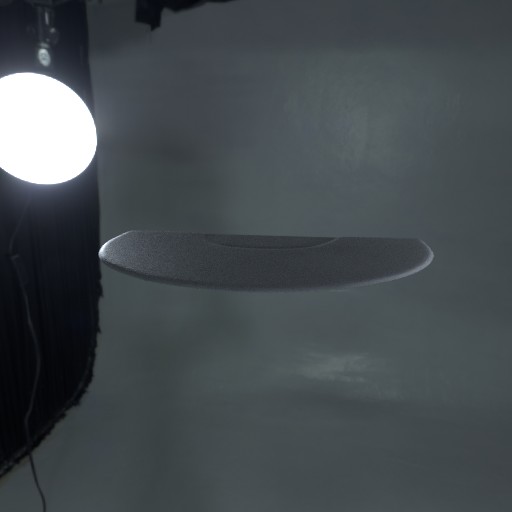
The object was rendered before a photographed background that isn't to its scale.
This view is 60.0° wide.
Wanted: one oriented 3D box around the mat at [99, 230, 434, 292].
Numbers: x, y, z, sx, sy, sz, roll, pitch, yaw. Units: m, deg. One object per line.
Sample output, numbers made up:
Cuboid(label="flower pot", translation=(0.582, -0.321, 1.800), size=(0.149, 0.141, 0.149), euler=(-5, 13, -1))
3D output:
Cuboid(label="mat", translation=(0.000, 0.000, 1.864), size=(1.525, 0.016, 0.917), euler=(2, 14, 8))
